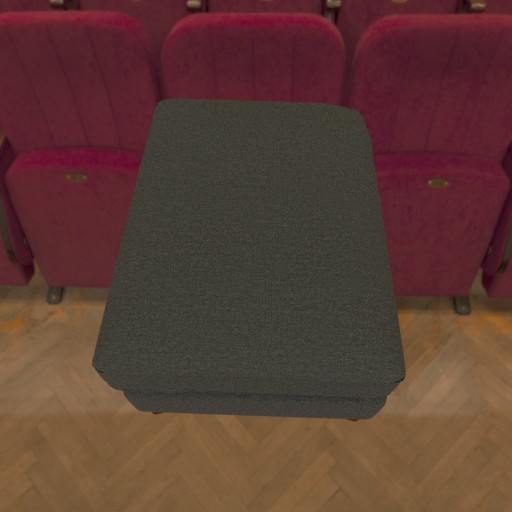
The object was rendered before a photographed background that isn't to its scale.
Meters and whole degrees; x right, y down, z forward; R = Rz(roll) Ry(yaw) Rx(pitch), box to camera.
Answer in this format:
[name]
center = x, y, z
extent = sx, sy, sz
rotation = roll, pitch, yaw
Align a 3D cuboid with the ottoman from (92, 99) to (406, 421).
[ottoman]
center = 0.000, 0.000, 1.250
extent = 0.629, 0.503, 0.835
rotation = 2, 57, 1
